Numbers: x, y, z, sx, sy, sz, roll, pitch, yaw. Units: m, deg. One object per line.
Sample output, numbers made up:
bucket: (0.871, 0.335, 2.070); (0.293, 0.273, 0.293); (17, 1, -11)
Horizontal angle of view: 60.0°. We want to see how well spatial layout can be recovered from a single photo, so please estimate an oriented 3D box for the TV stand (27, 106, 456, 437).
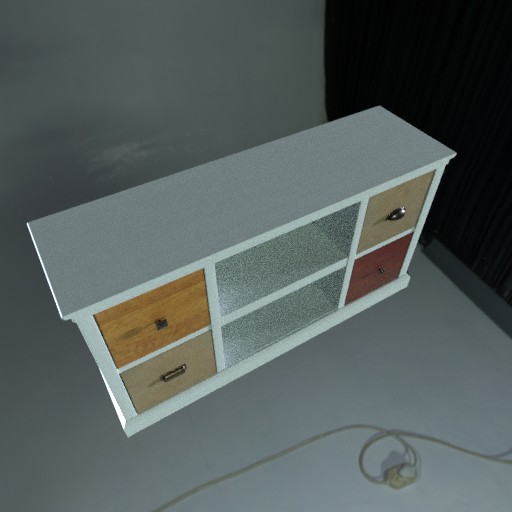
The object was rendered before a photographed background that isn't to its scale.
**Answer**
TV stand: (0.000, 0.000, 1.478); (1.187, 0.624, 0.424); (-24, 51, -21)
